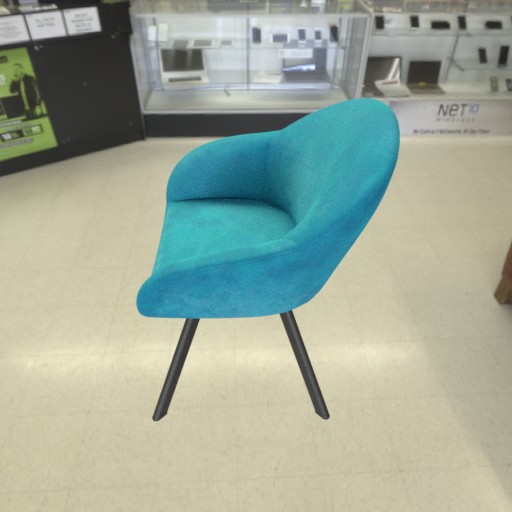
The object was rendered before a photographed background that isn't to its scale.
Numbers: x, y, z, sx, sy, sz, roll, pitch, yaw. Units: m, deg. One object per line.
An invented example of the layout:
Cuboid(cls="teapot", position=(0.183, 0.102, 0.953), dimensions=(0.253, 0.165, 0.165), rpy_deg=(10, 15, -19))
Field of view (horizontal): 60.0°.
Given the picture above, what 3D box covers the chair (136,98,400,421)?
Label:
Cuboid(cls="chair", position=(0.000, 0.000, 1.177), dimensions=(0.590, 0.795, 0.550), rpy_deg=(0, 40, 0))
